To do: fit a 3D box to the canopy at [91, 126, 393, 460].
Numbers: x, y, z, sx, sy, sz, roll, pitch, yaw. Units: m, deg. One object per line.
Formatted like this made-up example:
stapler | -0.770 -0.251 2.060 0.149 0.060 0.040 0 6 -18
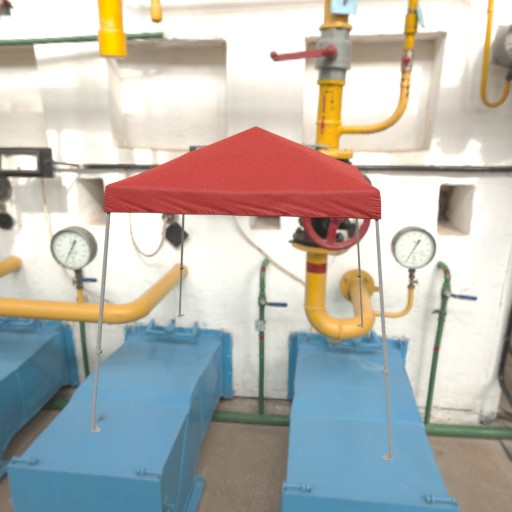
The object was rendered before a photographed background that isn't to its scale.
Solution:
canopy | 0.000 0.000 6.413 3.599 3.600 3.600 2 16 8
